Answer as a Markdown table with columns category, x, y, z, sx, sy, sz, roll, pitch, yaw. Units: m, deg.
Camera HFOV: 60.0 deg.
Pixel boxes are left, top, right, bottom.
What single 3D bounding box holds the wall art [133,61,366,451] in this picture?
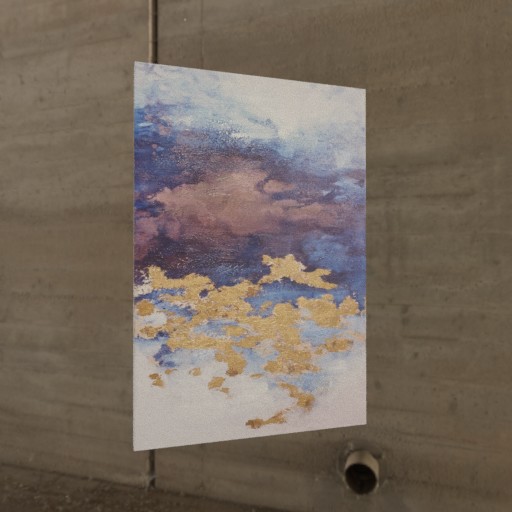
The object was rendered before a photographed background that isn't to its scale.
| category | x | y | z | sx | sy | sz | roll | pitch | yaw |
| --- | --- | --- | --- | --- | --- | --- | --- | --- | --- |
| wall art | 0.000 | 0.000 | 1.096 | 0.583 | 0.874 | 0.048 | 0 | 0 | -16 |
